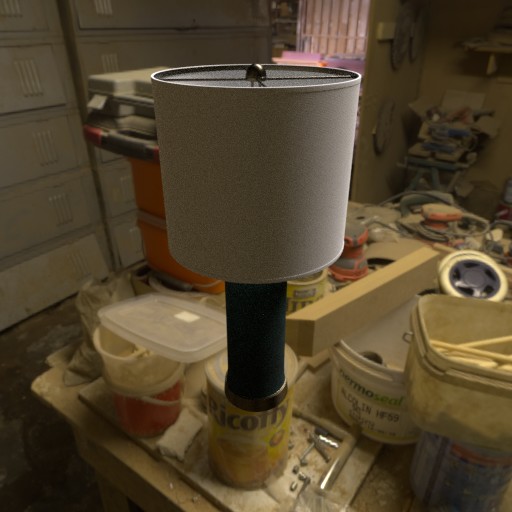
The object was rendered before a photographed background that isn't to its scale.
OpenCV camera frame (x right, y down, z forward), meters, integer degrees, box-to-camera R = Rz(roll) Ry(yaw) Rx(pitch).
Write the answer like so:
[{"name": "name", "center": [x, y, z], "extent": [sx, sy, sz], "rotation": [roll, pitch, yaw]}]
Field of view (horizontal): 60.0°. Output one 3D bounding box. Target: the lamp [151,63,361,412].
[{"name": "lamp", "center": [0.000, 0.000, 0.788], "extent": [0.301, 0.630, 0.301], "rotation": [20, 34, 32]}]
